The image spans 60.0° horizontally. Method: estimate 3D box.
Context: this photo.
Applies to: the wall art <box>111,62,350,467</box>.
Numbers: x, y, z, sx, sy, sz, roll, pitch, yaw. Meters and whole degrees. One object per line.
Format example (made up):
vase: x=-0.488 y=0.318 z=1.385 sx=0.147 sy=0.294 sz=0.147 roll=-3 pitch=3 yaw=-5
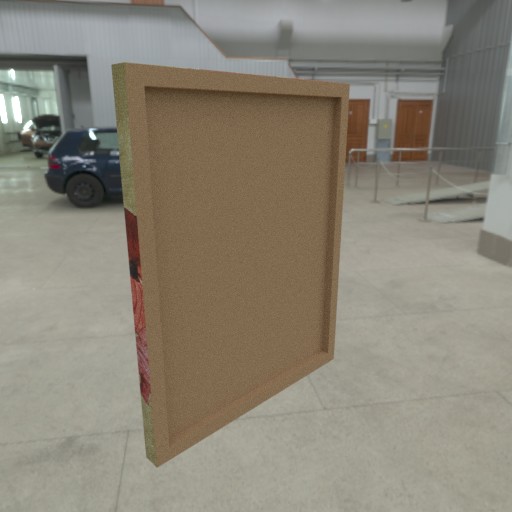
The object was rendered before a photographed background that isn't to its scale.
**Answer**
wall art: x=0.000 y=0.000 z=0.672 sx=0.406 sy=0.508 sz=0.028 roll=-16 pitch=24 yaw=-42
